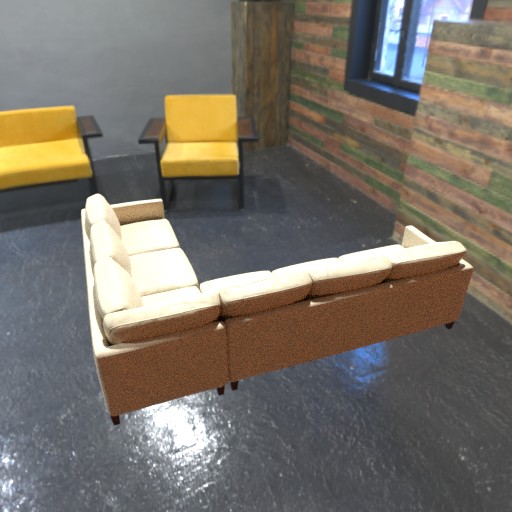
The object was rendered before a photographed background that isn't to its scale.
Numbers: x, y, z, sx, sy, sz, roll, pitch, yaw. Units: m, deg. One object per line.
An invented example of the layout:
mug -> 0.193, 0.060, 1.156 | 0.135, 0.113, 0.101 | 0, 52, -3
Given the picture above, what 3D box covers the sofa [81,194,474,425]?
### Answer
sofa -> 0.000, 0.000, 4.608 | 3.302, 0.947, 2.593 | -11, 32, -18
